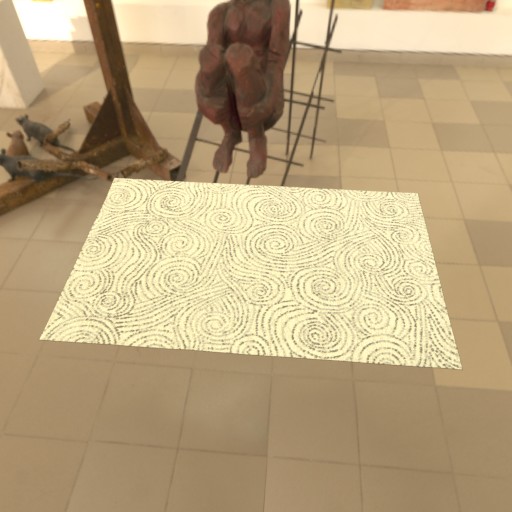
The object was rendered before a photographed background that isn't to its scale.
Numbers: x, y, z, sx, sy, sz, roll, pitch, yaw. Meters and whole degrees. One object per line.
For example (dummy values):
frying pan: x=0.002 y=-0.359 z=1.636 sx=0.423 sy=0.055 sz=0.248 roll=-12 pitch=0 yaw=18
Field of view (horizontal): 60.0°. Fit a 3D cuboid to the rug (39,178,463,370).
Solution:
rug: x=0.000 y=0.000 z=3.045 sx=2.439 sy=0.005 sz=1.524 roll=3 pitch=48 yaw=3
